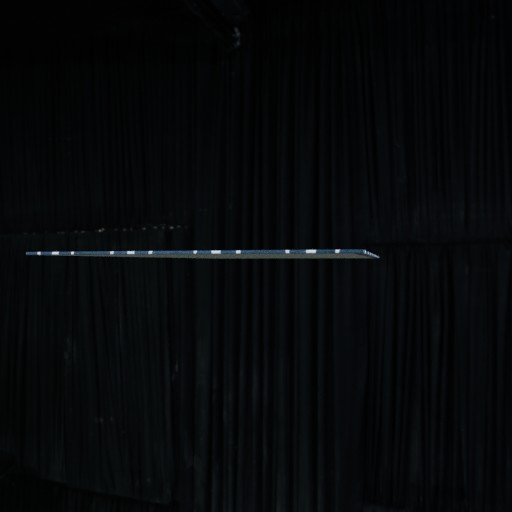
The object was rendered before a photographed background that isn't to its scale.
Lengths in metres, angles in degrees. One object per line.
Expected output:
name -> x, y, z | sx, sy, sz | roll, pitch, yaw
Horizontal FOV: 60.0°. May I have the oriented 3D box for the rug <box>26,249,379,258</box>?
rug -> 0.000, 0.000, 2.207 | 1.143, 0.010, 1.753 | 0, -1, 17
